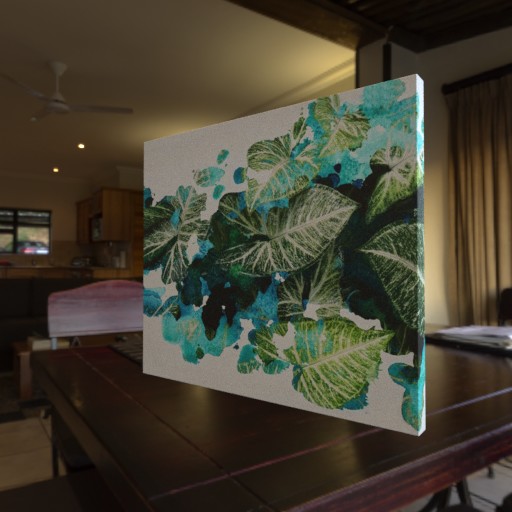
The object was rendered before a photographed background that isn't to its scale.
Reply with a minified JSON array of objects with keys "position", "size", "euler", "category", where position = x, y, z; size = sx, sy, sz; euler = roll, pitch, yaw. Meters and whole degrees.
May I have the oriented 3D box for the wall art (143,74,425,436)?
[{"position":[0.000,0.000,0.974],"size":[0.711,0.610,0.043],"euler":[-1,-1,37],"category":"wall art"}]
